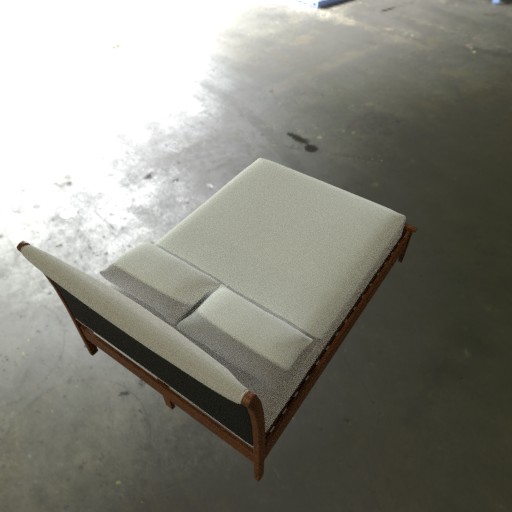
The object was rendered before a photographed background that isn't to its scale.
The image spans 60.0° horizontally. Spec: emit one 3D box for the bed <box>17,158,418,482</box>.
[{"bbox_3d":[0.000,0.000,3.190,1.612,1.250,2.380,27,53,23],"label":"bed"}]
